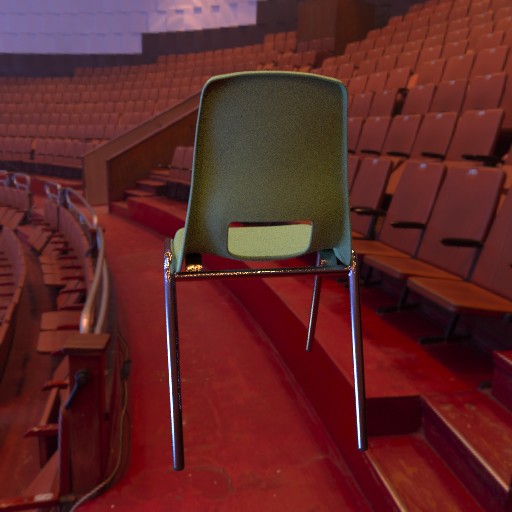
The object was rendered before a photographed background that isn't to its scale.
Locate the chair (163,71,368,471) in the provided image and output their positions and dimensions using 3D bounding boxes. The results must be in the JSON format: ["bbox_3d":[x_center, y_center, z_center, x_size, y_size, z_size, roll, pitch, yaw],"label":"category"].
[{"bbox_3d":[0.000,0.000,0.918,0.381,0.653,0.436,-2,14,-9],"label":"chair"}]
